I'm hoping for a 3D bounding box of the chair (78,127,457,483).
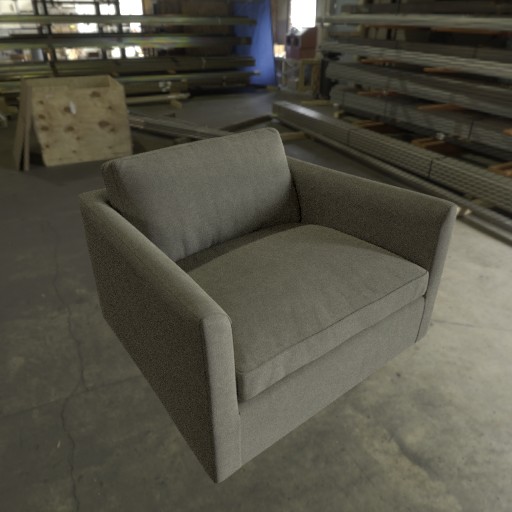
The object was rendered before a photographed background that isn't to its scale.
[{"bbox_3d":[0.000,0.000,1.861,1.190,0.845,1.091,-21,35,-34],"label":"chair"}]
